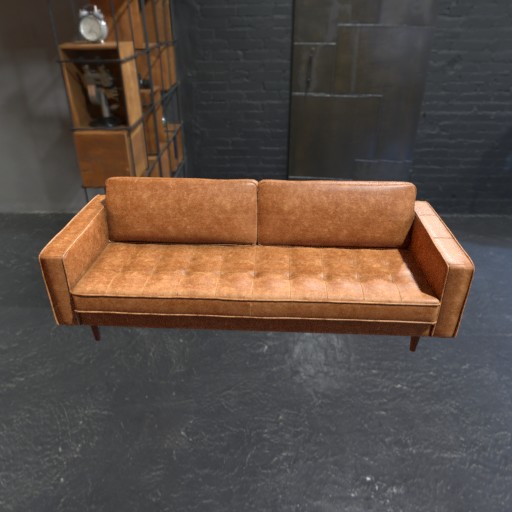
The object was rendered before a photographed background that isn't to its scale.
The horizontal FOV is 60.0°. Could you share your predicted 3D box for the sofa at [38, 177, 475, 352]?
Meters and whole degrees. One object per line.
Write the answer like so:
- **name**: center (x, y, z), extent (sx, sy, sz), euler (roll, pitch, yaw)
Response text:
- **sofa**: center (0.000, 0.000, 2.636), extent (2.199, 0.779, 0.886), euler (1, 29, 3)
